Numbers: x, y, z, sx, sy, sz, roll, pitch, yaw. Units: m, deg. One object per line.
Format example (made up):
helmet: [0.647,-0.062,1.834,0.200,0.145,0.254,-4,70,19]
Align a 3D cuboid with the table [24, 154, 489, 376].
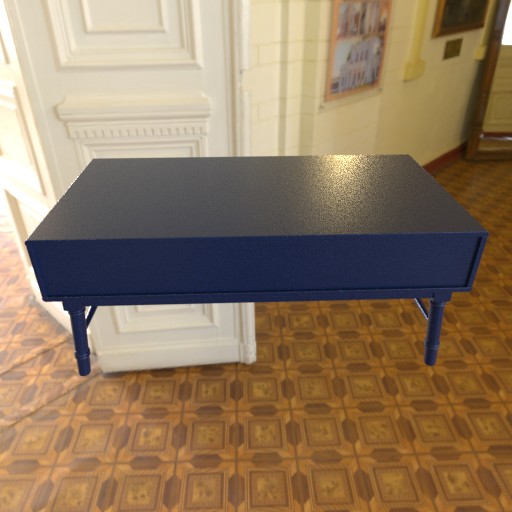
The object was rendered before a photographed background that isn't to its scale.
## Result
table: [0.000,0.000,1.374,1.067,0.457,0.572,-1,31,-2]
